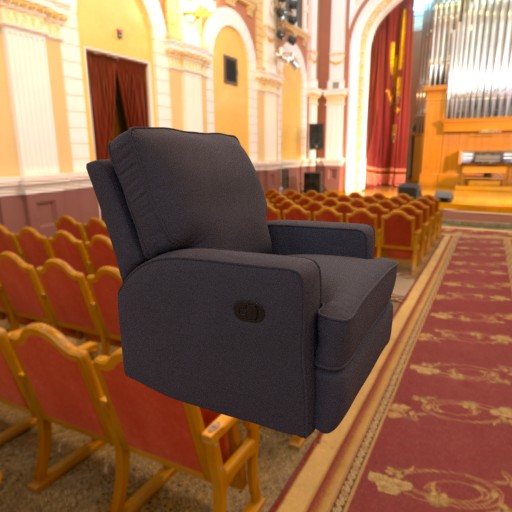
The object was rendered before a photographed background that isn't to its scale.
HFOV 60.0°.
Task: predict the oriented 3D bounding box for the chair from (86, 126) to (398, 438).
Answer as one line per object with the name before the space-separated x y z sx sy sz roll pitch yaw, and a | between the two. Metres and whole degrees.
chair | 0.000 0.000 1.727 0.964 0.962 0.861 7 15 27
